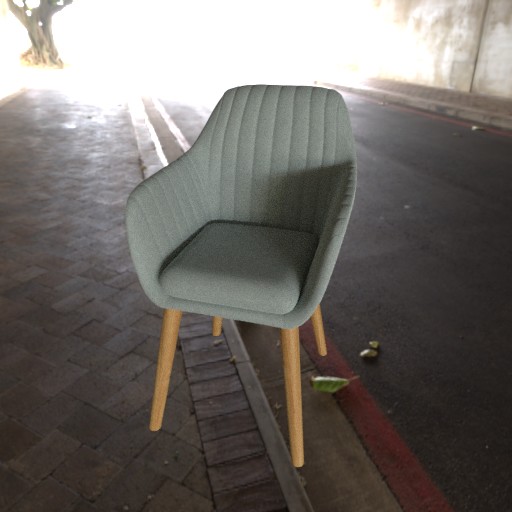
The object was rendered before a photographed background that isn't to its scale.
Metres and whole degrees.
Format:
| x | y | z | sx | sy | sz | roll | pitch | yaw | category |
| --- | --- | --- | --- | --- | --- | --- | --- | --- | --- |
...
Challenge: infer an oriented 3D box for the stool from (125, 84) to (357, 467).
| x | y | z | sx | sy | sz | roll | pitch | yaw | category |
| --- | --- | --- | --- | --- | --- | --- | --- | --- | --- |
| 0.000 | 0.000 | 1.211 | 0.503 | 0.830 | 0.590 | 7 | 27 | 15 | stool |
